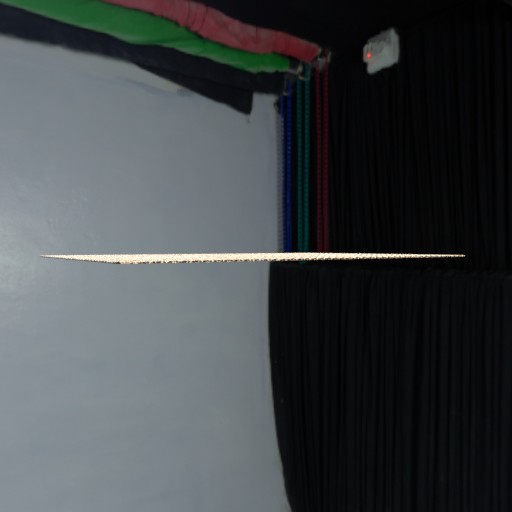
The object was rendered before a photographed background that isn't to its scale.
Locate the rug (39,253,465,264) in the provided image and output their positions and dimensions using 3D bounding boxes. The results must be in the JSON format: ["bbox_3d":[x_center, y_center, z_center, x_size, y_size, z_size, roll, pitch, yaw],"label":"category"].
[{"bbox_3d":[0.000,0.000,2.266,1.828,0.008,1.219,-1,1,-36],"label":"rug"}]
